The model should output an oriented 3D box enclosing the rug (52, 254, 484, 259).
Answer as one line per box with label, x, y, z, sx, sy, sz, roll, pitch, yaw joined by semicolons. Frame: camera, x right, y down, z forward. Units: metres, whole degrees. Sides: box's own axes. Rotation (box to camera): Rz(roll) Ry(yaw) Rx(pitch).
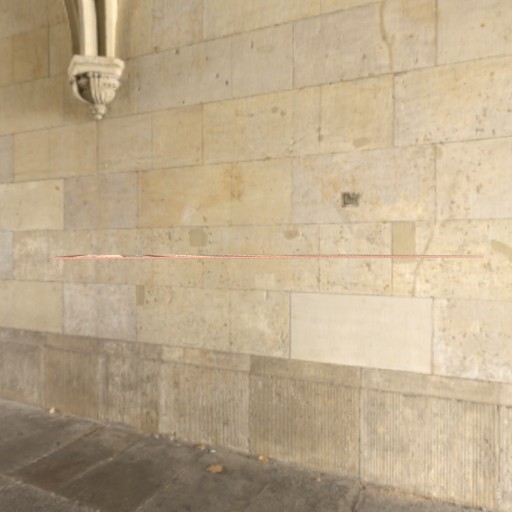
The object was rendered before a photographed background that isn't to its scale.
rug;0.000;0.000;2.343;1.829;0.008;1.219;0;1;-18
